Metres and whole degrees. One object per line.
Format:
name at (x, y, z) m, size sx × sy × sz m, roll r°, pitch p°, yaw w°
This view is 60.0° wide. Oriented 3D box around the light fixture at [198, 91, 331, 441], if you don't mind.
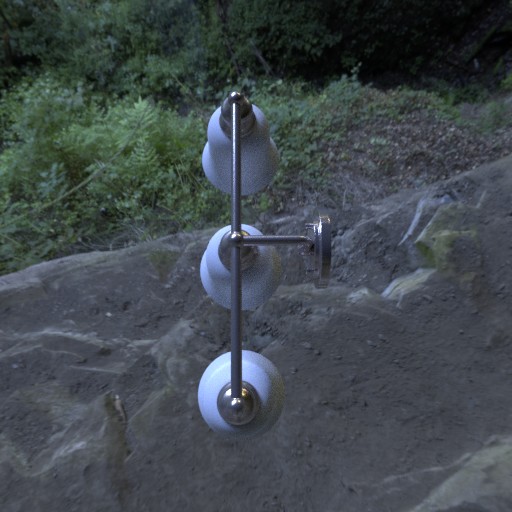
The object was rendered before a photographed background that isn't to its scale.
light fixture at (0.000, 0.000, 0.686) m, size 0.198 × 0.211 × 0.570 m, roll -1°, pitch 77°, yaw 0°
